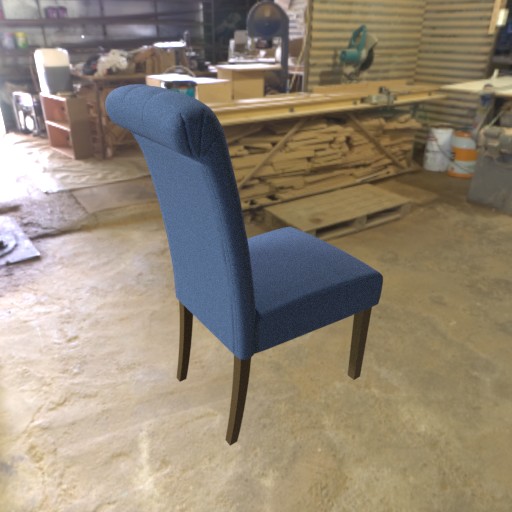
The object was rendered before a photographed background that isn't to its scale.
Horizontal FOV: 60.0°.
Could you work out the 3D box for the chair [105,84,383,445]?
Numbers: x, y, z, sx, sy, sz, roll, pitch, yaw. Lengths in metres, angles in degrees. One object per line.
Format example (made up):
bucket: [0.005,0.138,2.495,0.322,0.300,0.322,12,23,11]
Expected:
chair: [0.000,0.000,1.357,0.671,1.006,0.456,-18,32,-31]
